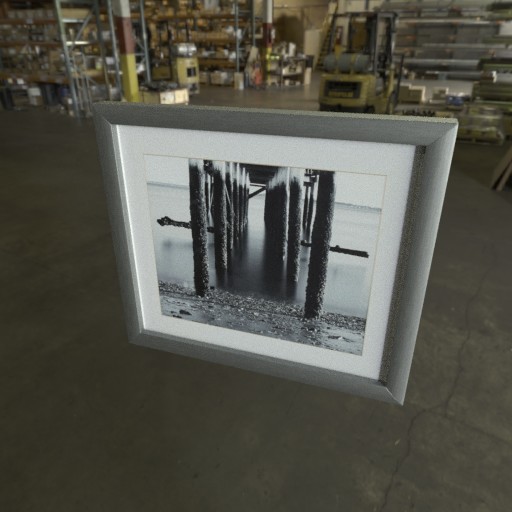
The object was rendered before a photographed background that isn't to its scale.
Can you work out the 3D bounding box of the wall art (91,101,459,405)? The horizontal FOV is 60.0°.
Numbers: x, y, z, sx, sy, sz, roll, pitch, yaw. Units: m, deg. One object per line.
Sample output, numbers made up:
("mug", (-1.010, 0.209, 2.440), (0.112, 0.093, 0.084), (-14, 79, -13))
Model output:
("wall art", (0.000, 0.000, 0.523), (0.380, 0.330, 0.028), (9, 28, 17))
